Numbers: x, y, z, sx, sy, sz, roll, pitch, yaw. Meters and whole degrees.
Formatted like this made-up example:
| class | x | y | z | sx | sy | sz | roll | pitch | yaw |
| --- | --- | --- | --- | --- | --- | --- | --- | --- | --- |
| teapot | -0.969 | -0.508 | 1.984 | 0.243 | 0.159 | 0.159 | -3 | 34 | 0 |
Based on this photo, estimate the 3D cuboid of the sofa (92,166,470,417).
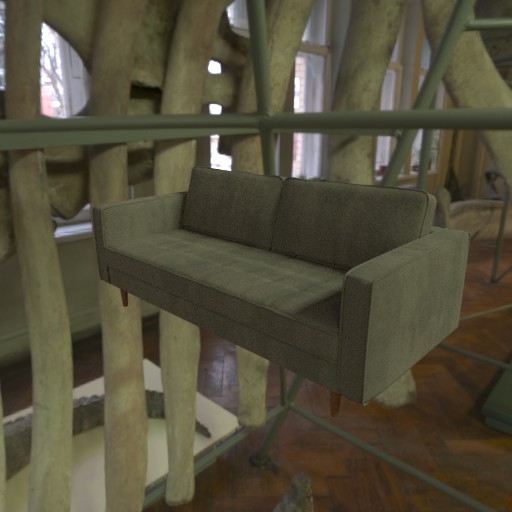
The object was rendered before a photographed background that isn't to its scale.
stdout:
| class | x | y | z | sx | sy | sz | roll | pitch | yaw |
| --- | --- | --- | --- | --- | --- | --- | --- | --- | --- |
| sofa | 0.000 | 0.000 | 2.405 | 1.920 | 0.825 | 0.924 | 16 | 23 | 41 |
